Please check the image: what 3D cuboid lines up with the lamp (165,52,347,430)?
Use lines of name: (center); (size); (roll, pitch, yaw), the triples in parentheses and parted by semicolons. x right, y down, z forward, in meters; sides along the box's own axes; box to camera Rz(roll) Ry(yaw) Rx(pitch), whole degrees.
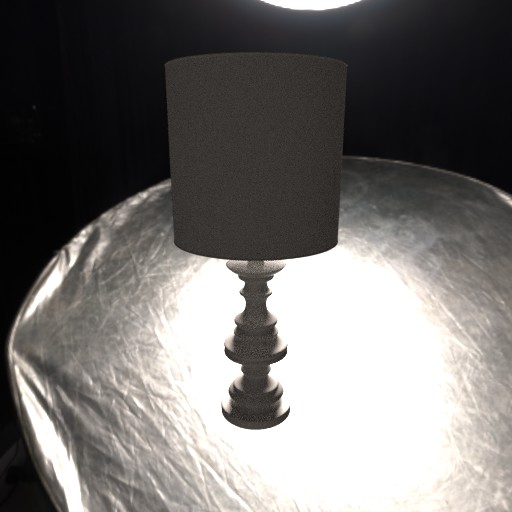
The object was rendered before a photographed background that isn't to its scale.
lamp: (0.000, 0.000, 0.577); (0.208, 0.455, 0.208); (2, 16, 6)
